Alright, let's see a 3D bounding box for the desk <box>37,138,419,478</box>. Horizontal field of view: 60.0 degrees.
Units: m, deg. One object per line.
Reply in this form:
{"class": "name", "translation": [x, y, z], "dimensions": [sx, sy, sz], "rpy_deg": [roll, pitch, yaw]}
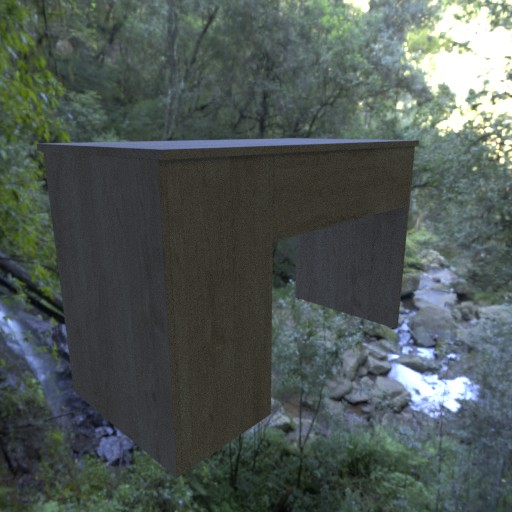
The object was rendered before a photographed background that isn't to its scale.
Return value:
{"class": "desk", "translation": [0.000, 0.000, 1.471], "dimensions": [0.560, 0.735, 1.097], "rpy_deg": [14, 21, 41]}
